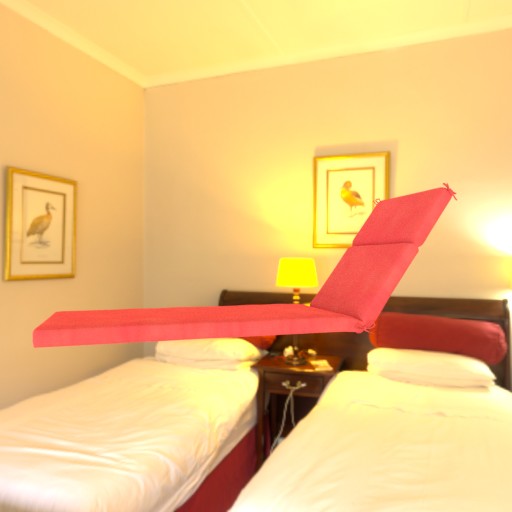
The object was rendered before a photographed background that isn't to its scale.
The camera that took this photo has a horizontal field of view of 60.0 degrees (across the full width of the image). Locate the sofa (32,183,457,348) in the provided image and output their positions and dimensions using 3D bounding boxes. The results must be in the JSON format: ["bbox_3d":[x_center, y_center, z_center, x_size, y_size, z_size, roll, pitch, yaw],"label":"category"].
[{"bbox_3d":[0.000,0.000,1.906,1.663,0.622,0.582,0,0,-17],"label":"sofa"}]
